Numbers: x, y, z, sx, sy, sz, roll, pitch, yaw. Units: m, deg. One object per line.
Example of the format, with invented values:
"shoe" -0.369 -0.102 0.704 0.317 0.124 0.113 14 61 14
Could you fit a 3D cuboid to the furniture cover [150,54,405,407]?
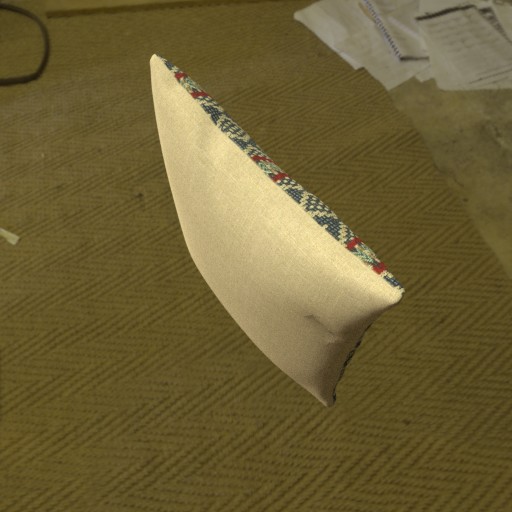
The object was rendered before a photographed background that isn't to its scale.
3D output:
"furniture cover" 0.000 0.000 0.657 0.139 0.431 0.431 -33 65 -18
